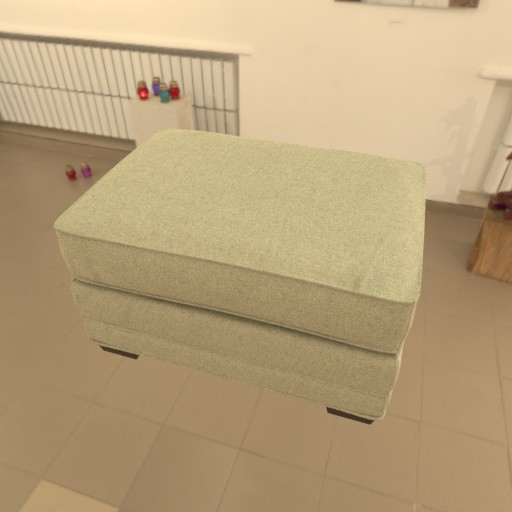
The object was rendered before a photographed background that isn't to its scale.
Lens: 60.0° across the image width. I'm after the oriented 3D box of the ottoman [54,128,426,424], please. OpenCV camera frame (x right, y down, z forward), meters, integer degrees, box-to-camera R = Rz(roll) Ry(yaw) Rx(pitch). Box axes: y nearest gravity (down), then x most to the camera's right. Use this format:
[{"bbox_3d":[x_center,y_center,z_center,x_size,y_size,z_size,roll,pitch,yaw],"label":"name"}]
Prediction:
[{"bbox_3d":[0.000,0.000,1.260,0.848,0.508,0.611,11,41,13],"label":"ottoman"}]
